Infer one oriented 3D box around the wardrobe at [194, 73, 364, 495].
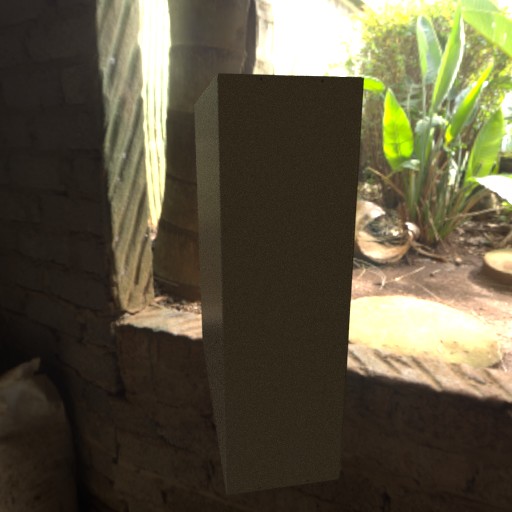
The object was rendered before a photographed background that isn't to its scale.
[{"bbox_3d":[0.000,0.000,2.849,0.629,1.960,1.780,-3,15,-10],"label":"wardrobe"}]
